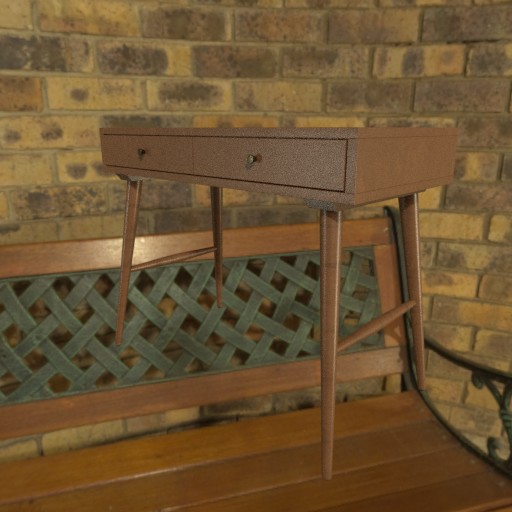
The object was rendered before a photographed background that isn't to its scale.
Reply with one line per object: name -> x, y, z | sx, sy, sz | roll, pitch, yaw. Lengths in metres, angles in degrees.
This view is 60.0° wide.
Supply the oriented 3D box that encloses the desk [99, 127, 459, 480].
desk -> 0.000, 0.000, 1.363 | 0.949, 0.758, 0.510 | 15, 22, 42
